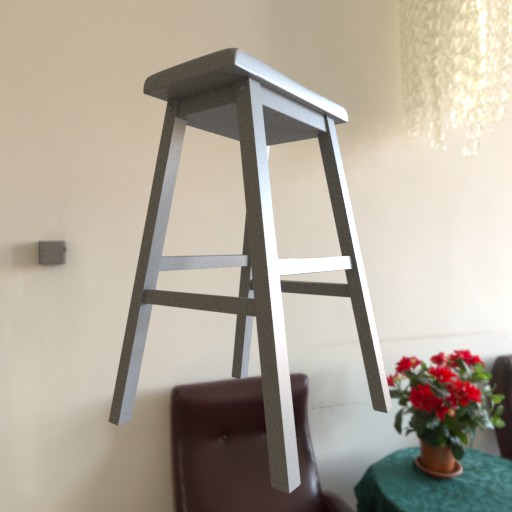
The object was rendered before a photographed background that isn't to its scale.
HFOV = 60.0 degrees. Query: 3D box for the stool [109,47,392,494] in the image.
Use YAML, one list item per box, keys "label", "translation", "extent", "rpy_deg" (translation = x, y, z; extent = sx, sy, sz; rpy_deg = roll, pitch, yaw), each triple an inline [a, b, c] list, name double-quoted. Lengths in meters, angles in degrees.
- label: "stool"
  translation: [0.000, 0.000, 1.016]
  extent: [0.476, 0.737, 0.457]
  rpy_deg: [1, 2, 37]
